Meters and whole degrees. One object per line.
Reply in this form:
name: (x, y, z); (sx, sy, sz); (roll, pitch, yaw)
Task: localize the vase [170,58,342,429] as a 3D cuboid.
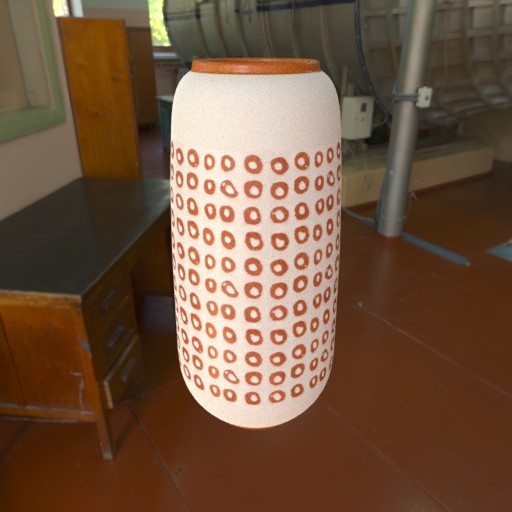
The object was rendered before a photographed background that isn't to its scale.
vase: (0.000, 0.000, 0.348); (0.133, 0.282, 0.133); (0, 26, 0)
